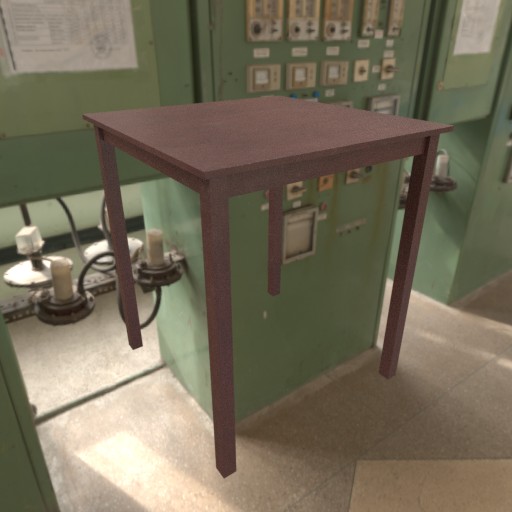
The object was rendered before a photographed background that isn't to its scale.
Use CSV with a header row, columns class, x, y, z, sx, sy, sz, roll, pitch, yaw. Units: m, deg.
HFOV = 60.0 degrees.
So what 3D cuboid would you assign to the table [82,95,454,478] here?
class,x,y,z,sx,sy,sz,roll,pitch,yaw
table,0.000,0.000,1.659,0.861,0.991,0.861,-18,32,-31
